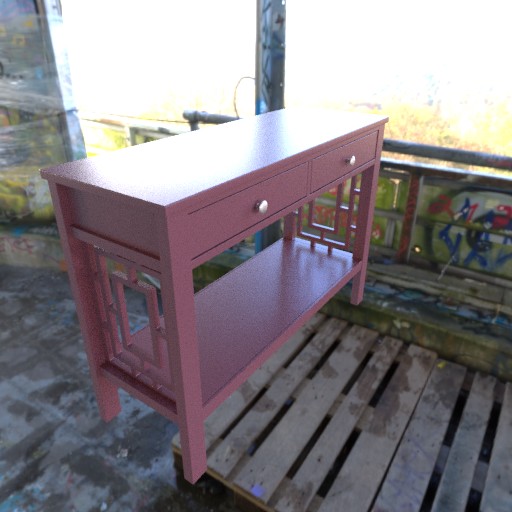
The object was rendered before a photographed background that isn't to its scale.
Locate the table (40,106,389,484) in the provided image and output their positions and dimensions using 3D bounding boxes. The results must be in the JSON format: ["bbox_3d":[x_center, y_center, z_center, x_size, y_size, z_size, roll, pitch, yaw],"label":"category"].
[{"bbox_3d":[0.000,0.000,1.420,0.397,0.753,1.068,18,32,31],"label":"table"}]
